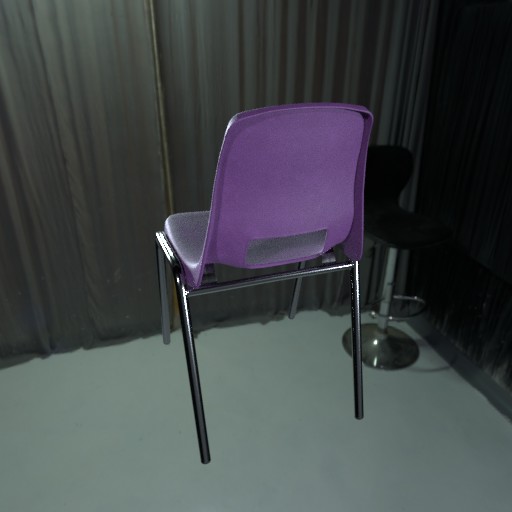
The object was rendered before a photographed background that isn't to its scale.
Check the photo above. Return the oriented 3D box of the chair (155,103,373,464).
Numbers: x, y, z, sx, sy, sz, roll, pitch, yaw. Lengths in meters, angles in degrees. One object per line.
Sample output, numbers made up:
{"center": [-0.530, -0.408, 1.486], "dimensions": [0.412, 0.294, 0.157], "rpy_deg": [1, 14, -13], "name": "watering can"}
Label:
{"center": [0.000, 0.000, 0.918], "dimensions": [0.381, 0.654, 0.432], "rpy_deg": [-9, 28, -17], "name": "chair"}
